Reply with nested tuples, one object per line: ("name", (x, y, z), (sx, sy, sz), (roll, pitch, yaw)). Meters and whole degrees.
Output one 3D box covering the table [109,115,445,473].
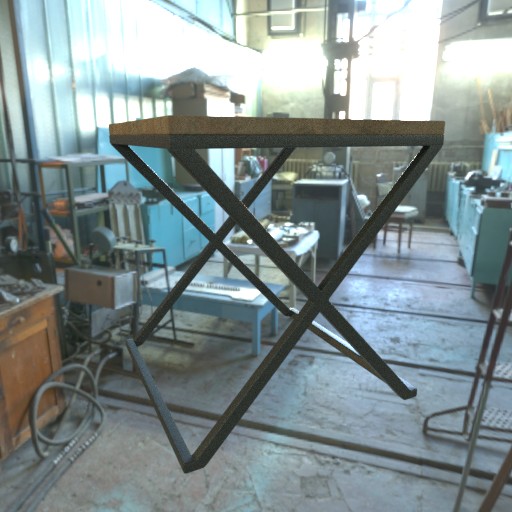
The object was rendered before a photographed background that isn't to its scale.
("table", (0.000, 0.000, 0.954), (0.498, 0.550, 0.499), (-7, 17, -25))
